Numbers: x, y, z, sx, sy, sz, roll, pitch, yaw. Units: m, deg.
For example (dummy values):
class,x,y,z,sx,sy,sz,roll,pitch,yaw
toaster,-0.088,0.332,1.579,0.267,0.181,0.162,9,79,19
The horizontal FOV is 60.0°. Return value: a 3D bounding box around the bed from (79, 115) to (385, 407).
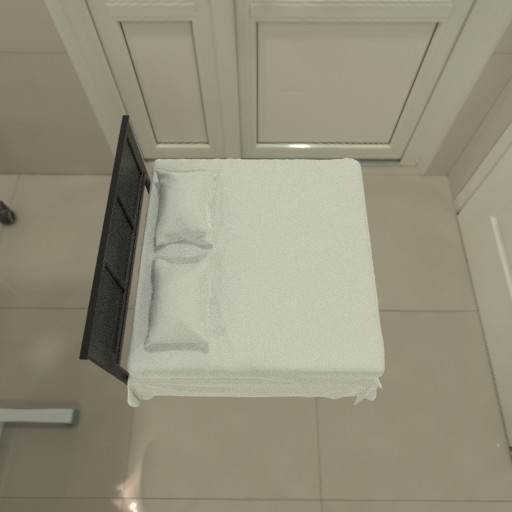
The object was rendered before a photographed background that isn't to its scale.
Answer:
class,x,y,z,sx,sy,sz,roll,pitch,yaw
bed,0.000,0.000,3.779,2.219,1.271,2.315,0,64,0
